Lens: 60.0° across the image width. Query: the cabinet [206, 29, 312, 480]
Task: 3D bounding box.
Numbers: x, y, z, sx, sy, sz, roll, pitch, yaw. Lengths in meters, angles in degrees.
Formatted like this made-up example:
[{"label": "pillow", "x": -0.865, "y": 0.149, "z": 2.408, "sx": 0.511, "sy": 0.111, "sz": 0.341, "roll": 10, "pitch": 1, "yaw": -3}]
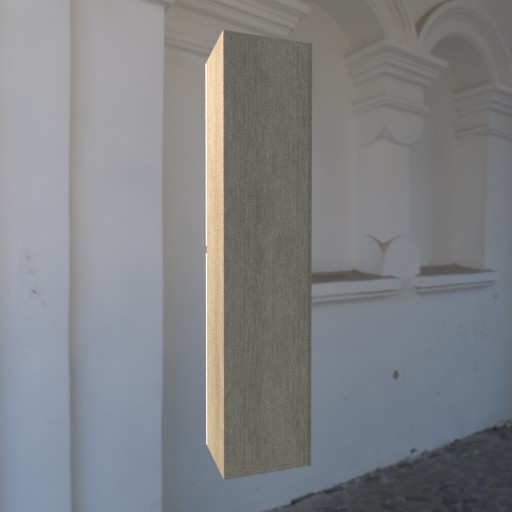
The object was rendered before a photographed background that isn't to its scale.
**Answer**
[{"label": "cabinet", "x": 0.000, "y": 0.000, "z": 1.552, "sx": 0.300, "sy": 1.400, "sz": 0.270, "roll": 0, "pitch": 1, "yaw": -18}]
